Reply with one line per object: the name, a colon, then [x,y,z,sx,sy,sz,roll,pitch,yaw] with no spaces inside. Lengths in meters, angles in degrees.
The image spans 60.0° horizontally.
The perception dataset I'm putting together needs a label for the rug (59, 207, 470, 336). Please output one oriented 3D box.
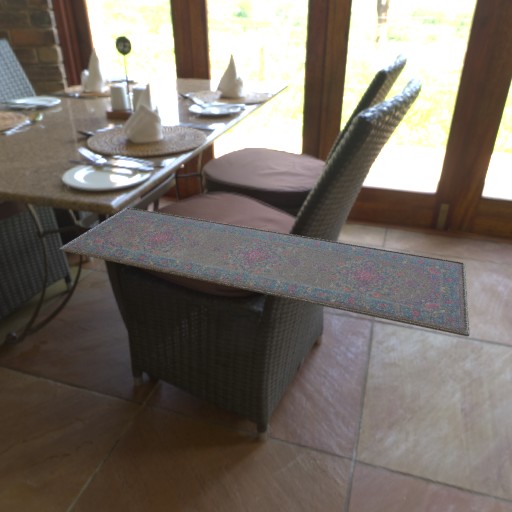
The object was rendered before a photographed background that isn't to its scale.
rug: [0.000,0.000,2.076,1.827,0.012,0.553,10,31,18]
